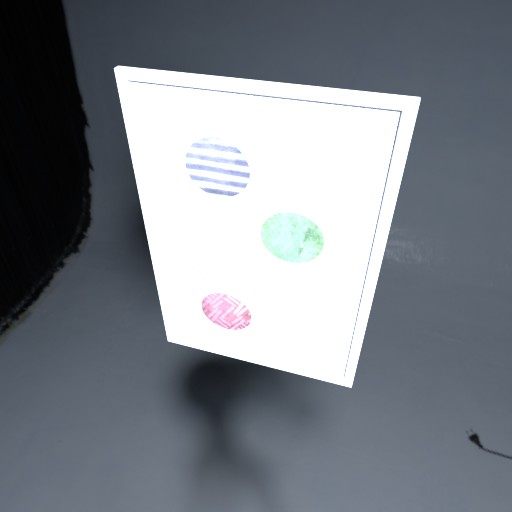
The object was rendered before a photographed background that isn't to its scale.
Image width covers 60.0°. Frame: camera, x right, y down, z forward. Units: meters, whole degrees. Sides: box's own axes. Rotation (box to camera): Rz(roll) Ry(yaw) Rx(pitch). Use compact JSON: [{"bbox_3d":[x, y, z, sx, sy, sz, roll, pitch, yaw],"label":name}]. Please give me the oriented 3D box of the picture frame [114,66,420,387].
[{"bbox_3d":[0.000,0.000,0.852,0.457,0.657,0.013,11,41,13],"label":"picture frame"}]
